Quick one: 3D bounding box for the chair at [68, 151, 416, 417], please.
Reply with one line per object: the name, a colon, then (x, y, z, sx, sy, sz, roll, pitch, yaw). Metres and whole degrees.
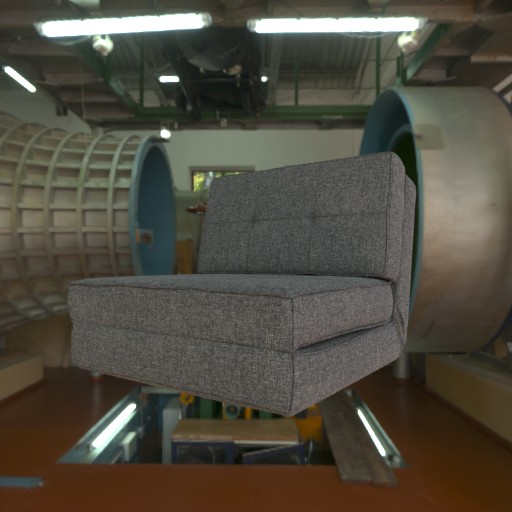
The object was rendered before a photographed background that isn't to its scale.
chair: (0.000, 0.000, 1.324, 0.740, 0.615, 0.800, -1, -1, 36)
